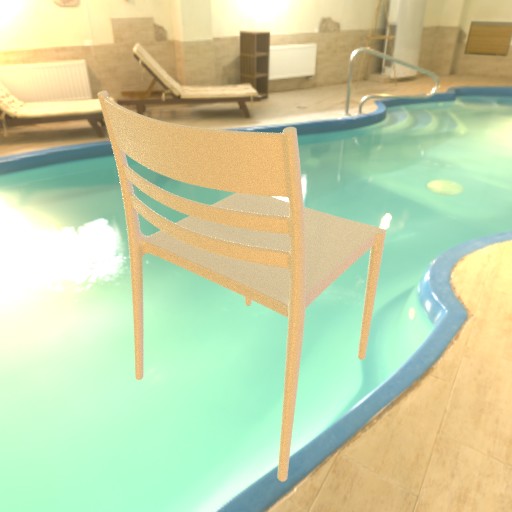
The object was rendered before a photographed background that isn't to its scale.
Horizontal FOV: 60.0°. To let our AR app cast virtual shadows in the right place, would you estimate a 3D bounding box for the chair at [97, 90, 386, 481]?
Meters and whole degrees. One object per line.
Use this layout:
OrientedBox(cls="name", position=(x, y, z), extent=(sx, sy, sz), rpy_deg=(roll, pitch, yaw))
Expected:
OrientedBox(cls="chair", position=(0.000, 0.000, 1.114), extent=(0.531, 0.800, 0.511), rpy_deg=(22, 37, 32))
